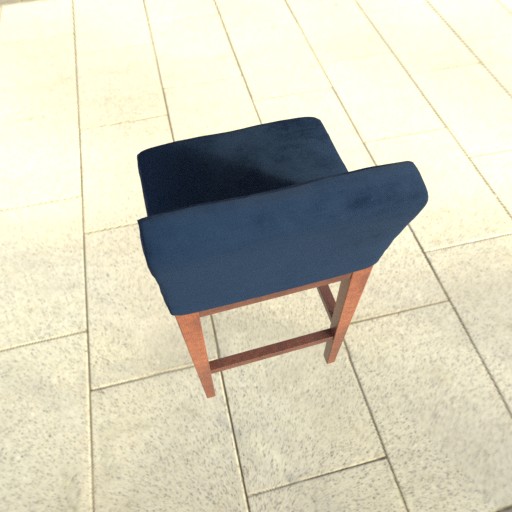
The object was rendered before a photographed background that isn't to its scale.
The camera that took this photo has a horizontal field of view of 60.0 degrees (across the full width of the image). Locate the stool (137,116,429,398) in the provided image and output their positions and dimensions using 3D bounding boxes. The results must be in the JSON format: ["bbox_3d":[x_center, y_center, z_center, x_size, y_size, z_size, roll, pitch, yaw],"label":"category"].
[{"bbox_3d":[0.000,0.000,1.242,0.511,0.945,0.516,-14,58,-9],"label":"stool"}]
